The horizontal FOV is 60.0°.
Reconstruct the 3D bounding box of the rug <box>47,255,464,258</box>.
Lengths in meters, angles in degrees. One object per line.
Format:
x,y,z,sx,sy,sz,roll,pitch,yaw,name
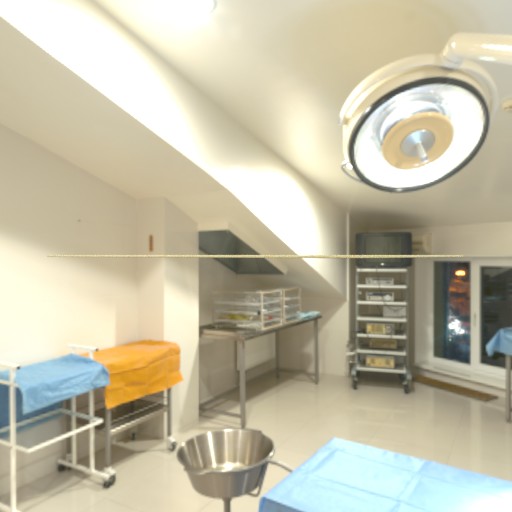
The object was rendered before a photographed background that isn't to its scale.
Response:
0.000,0.000,4.262,3.204,0.016,2.452,0,0,37,rug
